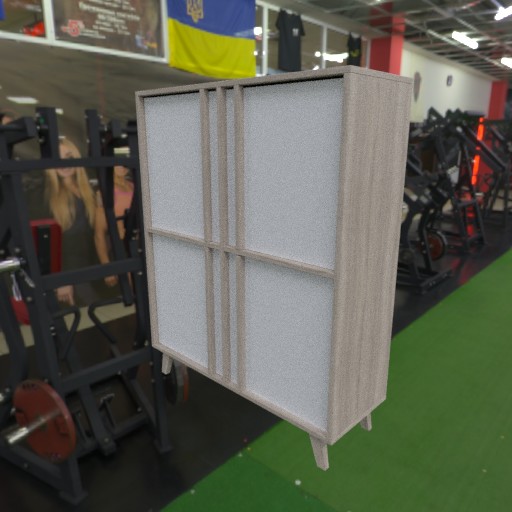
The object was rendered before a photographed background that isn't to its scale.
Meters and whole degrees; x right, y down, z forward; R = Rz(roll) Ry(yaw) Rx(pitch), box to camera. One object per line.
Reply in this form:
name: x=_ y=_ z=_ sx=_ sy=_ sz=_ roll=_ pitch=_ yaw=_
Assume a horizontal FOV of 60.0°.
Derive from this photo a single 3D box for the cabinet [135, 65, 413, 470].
cabinet: x=0.000 y=0.000 z=1.927 sx=1.111 sy=1.388 sz=0.398 roll=14 pitch=20 yaw=42
